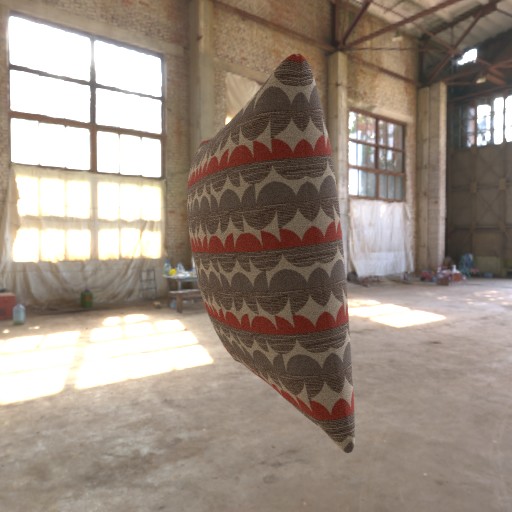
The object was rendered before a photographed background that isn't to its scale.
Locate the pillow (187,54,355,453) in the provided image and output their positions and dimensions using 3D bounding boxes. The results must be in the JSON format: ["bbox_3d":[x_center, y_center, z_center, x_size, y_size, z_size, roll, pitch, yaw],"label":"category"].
[{"bbox_3d":[0.000,0.000,0.633,0.180,0.410,0.420,-1,2,-19],"label":"pillow"}]
